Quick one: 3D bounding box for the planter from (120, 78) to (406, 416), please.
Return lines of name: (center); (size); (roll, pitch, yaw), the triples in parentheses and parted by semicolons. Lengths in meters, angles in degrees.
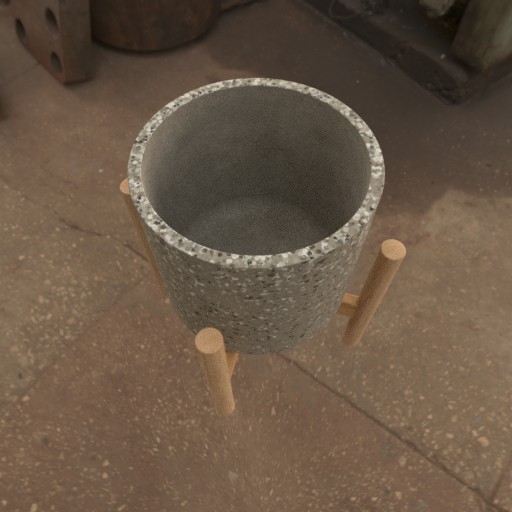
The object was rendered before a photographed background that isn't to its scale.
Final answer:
planter: (0.000, 0.000, 0.522); (0.284, 0.320, 0.284); (35, 64, 20)
